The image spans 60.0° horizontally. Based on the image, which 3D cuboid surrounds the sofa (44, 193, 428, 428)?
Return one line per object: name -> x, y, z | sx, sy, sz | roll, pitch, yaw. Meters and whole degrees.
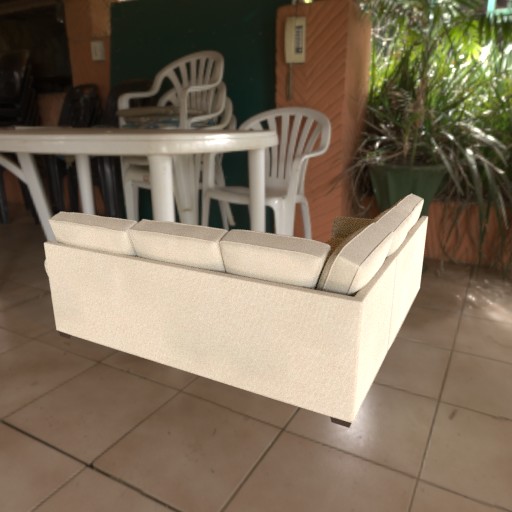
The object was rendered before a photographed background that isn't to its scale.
sofa -> 0.000, 0.000, 3.979 | 2.569, 1.054, 2.487 | 9, 19, 26
